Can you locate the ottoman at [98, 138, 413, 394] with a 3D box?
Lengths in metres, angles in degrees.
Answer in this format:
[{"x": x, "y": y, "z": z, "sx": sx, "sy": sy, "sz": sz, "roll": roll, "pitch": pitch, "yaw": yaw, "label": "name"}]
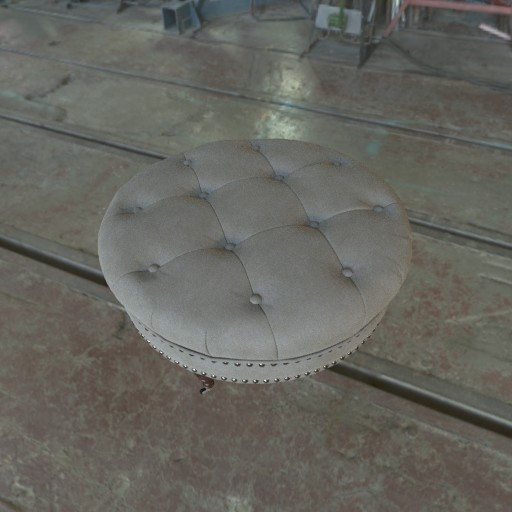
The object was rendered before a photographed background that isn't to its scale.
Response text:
[{"x": 0.000, "y": 0.000, "z": 1.406, "sx": 0.901, "sy": 0.439, "sz": 0.901, "roll": 0, "pitch": 45, "yaw": 0, "label": "ottoman"}]
